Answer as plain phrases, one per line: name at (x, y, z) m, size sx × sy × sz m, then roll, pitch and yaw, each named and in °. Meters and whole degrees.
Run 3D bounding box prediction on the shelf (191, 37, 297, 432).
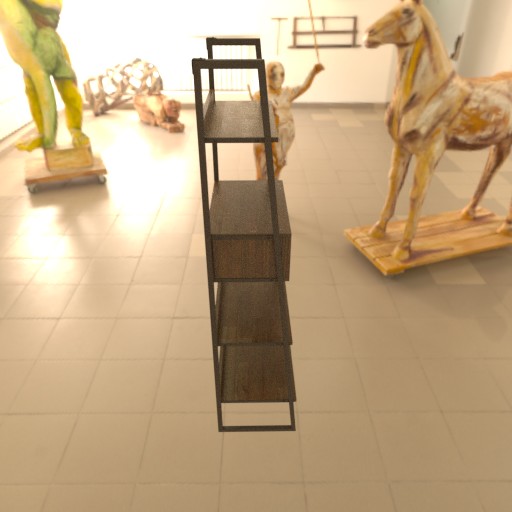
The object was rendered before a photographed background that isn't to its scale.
shelf at (0.000, 0.000, 2.321) m, size 0.454 × 2.005 × 0.652 m, roll 0°, pitch 32°, yaw -1°
